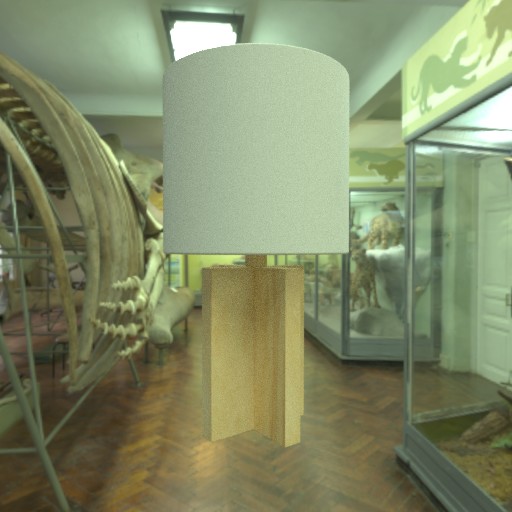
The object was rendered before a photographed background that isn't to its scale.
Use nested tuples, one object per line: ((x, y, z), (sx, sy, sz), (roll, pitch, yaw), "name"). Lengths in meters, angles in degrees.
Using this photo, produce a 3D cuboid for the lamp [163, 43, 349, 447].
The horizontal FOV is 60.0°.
((0.000, 0.000, 0.557), (0.229, 0.428, 0.229), (-1, 1, -36), "lamp")
